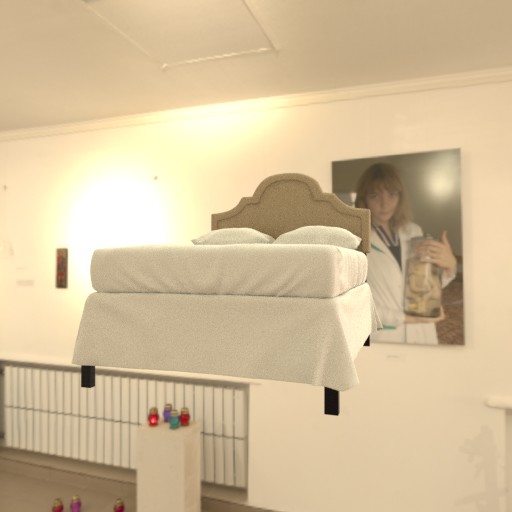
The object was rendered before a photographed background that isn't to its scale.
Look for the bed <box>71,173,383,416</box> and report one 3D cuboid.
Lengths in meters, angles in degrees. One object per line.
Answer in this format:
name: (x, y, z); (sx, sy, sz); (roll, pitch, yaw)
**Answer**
bed: (0.000, 0.000, 3.421); (1.780, 1.634, 2.222); (0, -1, 19)
